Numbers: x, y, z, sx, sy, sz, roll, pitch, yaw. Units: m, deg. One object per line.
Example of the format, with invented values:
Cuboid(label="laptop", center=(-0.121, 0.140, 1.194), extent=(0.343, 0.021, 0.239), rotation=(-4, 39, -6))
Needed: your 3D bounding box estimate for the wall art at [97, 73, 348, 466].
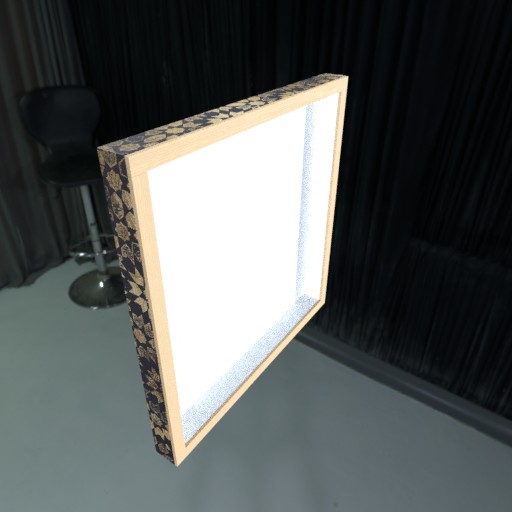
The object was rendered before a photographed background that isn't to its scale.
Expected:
Cuboid(label="wall art", center=(0.000, 0.000, 0.601), extent=(0.038, 0.405, 0.405), rotation=(20, 37, 29))
